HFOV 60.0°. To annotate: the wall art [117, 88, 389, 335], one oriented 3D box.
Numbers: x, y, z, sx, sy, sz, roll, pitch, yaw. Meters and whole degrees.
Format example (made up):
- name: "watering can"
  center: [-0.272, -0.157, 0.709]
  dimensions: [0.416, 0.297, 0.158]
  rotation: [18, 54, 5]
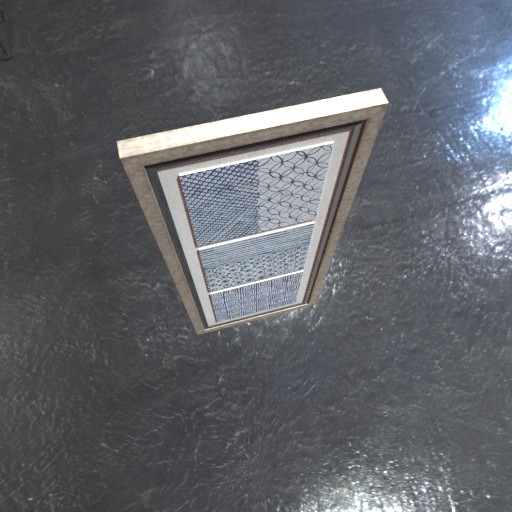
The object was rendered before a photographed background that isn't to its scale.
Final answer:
- name: "wall art"
  center: [0.000, 0.000, 1.699]
  dimensions: [0.648, 1.461, 0.051]
  rotation: [-13, 65, -6]
